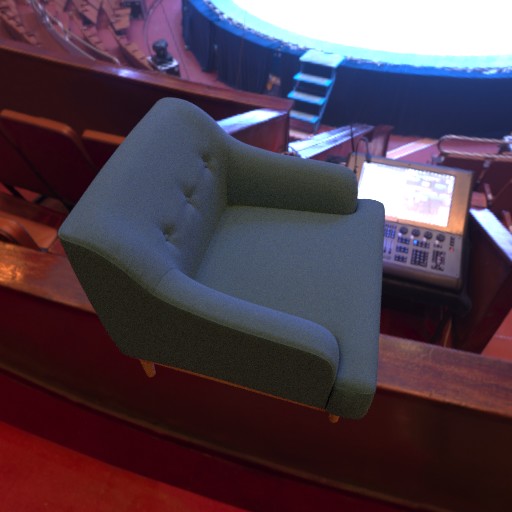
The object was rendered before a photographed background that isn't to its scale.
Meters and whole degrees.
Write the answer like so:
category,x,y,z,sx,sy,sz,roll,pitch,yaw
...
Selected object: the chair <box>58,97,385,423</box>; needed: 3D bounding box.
category,x,y,z,sx,sy,sz,roll,pitch,yaw
chair,0.000,0.000,1.672,0.951,0.818,0.946,10,48,9
